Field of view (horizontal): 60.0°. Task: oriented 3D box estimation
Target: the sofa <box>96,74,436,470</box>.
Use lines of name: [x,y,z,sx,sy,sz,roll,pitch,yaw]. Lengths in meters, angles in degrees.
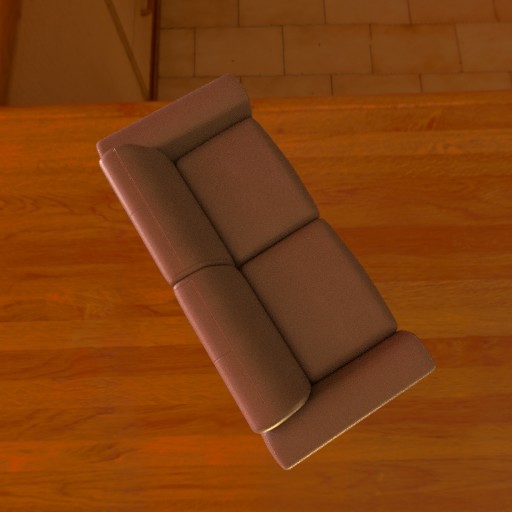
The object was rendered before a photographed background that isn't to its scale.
sofa: [0.000,0.000,2.362,0.900,0.772,1.901,-31,77,-8]
